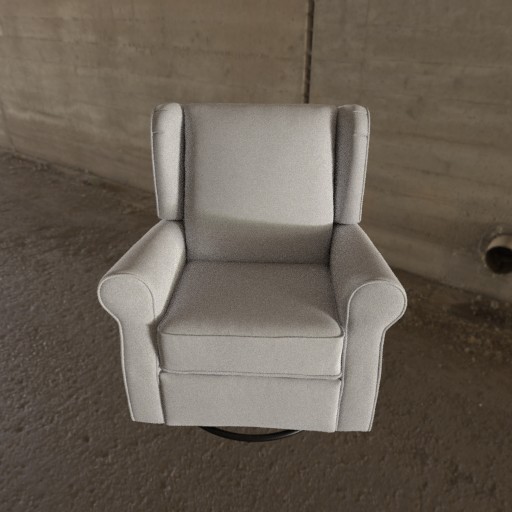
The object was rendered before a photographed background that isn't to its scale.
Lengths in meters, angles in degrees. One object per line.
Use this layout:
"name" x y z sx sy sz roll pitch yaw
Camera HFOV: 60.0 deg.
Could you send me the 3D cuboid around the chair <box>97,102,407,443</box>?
"chair" 0.000 0.000 1.621 0.906 0.967 0.854 1 29 3
